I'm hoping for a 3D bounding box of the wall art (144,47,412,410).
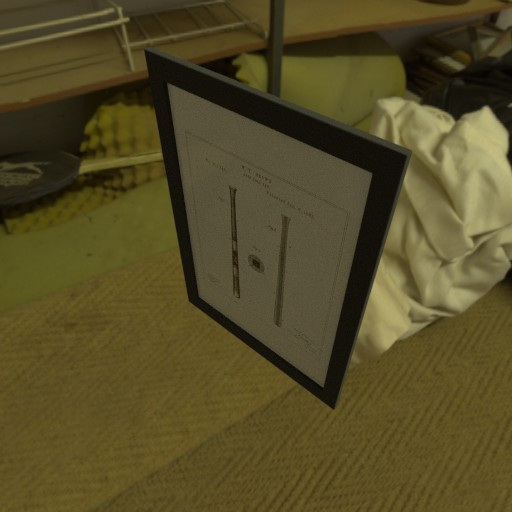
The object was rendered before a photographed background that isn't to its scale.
[{"bbox_3d":[0.000,0.000,0.683,0.374,0.529,0.012,32,54,27],"label":"wall art"}]
